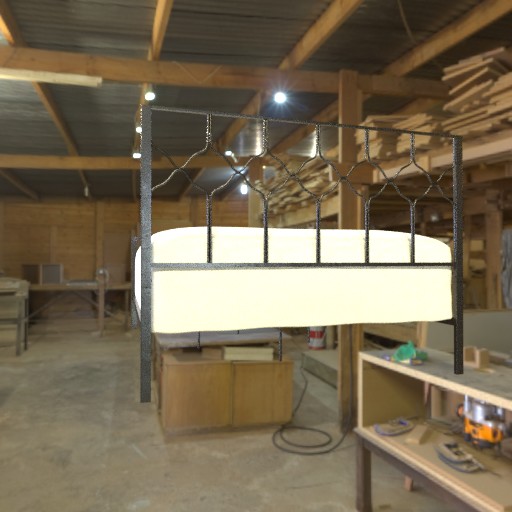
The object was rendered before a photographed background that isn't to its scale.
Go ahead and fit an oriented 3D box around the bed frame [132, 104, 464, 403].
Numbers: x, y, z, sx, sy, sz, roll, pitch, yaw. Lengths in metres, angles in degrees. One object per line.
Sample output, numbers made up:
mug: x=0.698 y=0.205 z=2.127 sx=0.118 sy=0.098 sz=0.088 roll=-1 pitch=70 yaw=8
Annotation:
bed frame: x=0.000 y=0.000 z=3.028 sx=1.597 sy=1.222 sz=2.063 roll=0 pitch=-1 yaw=-17
